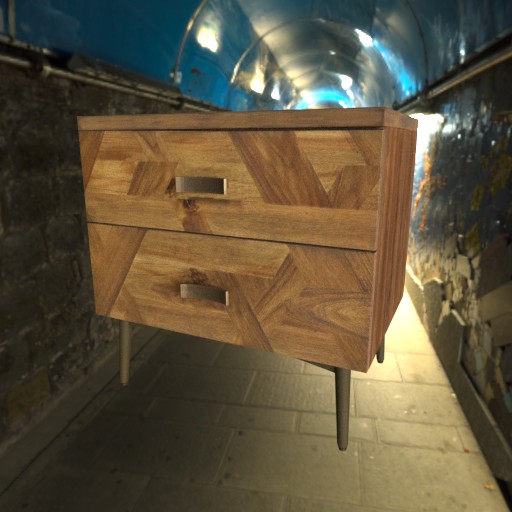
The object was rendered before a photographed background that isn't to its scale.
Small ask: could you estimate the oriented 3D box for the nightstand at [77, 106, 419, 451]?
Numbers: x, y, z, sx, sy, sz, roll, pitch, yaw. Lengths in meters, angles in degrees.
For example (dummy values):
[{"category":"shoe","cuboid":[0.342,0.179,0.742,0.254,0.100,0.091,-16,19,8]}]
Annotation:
[{"category":"nightstand","cuboid":[0.000,0.000,1.022,0.610,0.610,0.458,7,16,25]}]
